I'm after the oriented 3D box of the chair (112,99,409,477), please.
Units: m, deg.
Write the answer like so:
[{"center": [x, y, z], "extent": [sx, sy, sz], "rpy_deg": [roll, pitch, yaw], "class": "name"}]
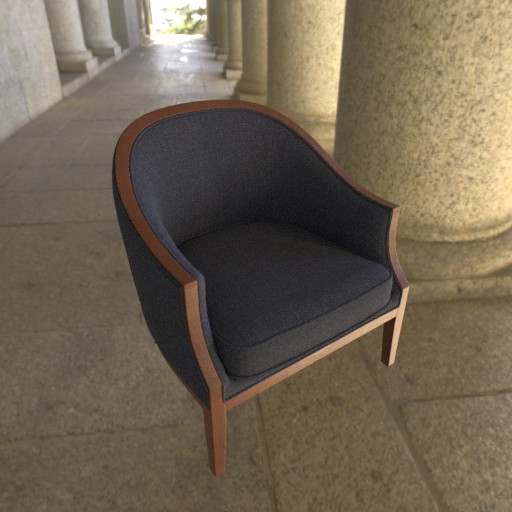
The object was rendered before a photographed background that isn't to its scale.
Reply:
[{"center": [0.000, 0.000, 1.463], "extent": [0.803, 0.876, 0.735], "rpy_deg": [-20, 35, -31], "class": "chair"}]
